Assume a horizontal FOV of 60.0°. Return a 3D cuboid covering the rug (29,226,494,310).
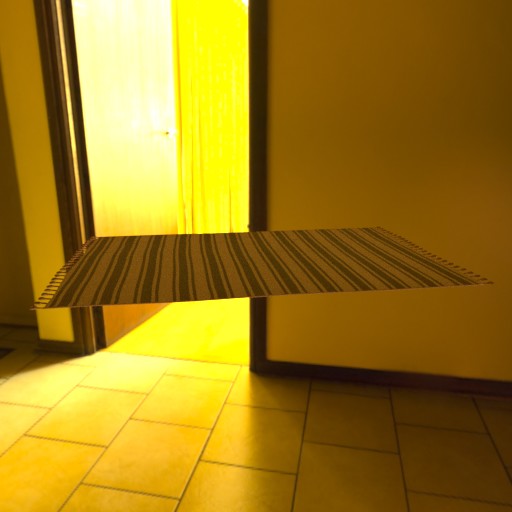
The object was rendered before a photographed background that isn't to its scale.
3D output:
[{"bbox_3d":[0.000,0.000,2.284,1.875,0.013,1.162,-2,16,-8],"label":"rug"}]
